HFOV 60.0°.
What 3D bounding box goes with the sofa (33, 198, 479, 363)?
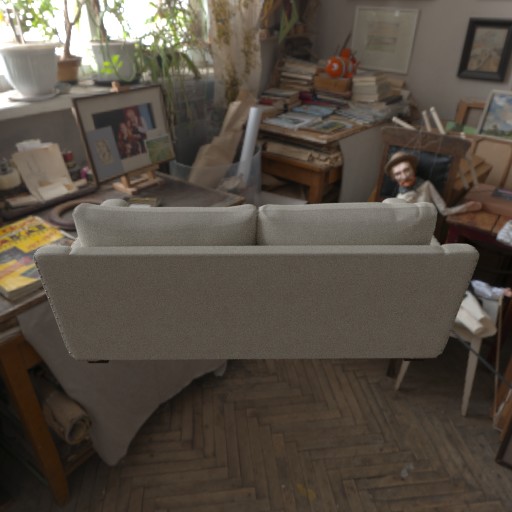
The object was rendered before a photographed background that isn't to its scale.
[{"bbox_3d":[0.000,0.000,2.717,2.107,0.983,1.104,0,31,0],"label":"sofa"}]
